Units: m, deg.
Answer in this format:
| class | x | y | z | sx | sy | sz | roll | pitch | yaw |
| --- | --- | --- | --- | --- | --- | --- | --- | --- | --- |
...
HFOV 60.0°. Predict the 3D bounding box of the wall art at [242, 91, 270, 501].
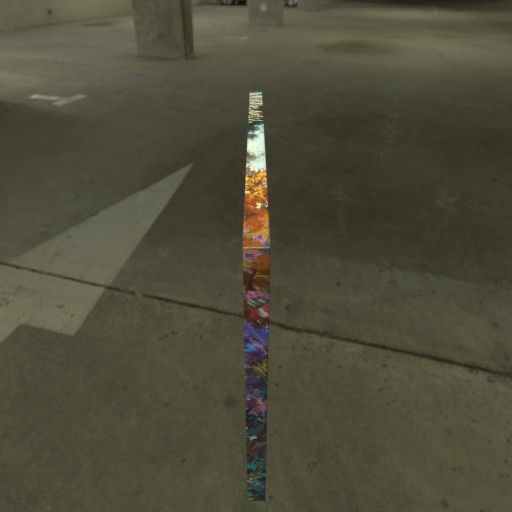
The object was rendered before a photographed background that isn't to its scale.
| class | x | y | z | sx | sy | sz | roll | pitch | yaw |
| --- | --- | --- | --- | --- | --- | --- | --- | --- | --- |
| wall art | 0.000 | 0.000 | 1.124 | 0.037 | 0.604 | 0.908 | 0 | 32 | 0 |
